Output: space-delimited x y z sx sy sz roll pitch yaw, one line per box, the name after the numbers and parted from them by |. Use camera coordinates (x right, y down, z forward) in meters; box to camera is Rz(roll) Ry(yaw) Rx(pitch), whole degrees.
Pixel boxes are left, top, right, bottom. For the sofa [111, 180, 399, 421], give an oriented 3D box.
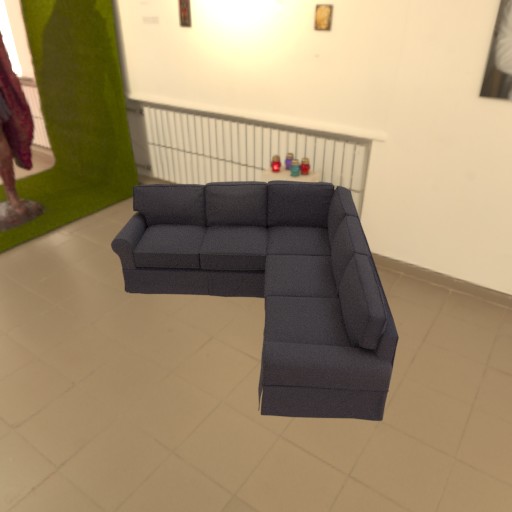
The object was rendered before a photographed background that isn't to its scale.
0.000 0.000 4.981 3.773 1.169 2.874 19 36 29 | sofa
